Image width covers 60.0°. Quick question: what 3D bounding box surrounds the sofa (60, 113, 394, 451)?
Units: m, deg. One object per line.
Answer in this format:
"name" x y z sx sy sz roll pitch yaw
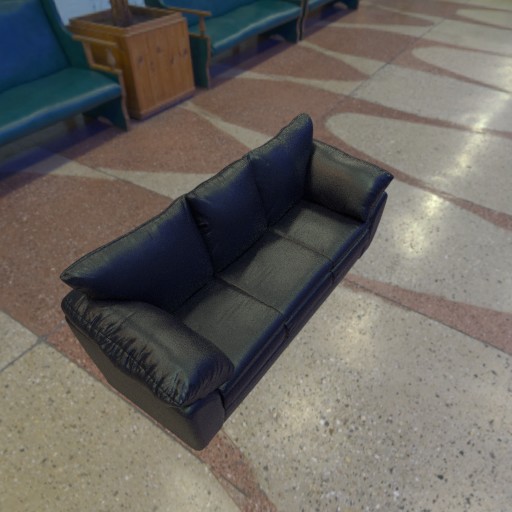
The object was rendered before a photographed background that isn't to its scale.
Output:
"sofa" 0.000 0.000 2.871 0.880 1.073 2.336 26 48 26
